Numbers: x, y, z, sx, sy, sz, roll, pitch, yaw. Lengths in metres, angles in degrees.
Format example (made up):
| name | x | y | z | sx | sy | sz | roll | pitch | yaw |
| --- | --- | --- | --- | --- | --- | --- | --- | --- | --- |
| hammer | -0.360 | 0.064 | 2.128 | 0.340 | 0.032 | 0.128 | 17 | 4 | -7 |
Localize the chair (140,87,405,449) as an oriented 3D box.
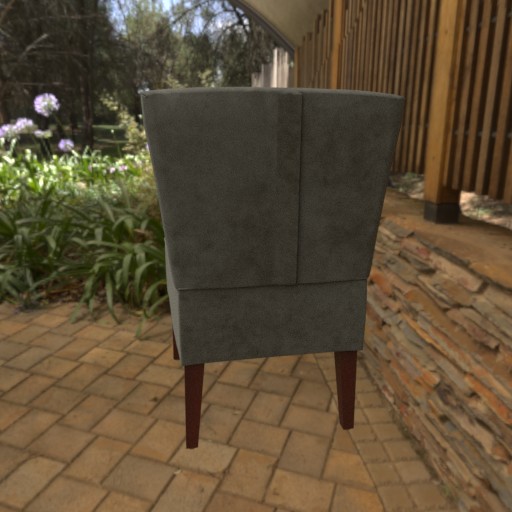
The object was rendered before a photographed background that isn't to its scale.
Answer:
| name | x | y | z | sx | sy | sz | roll | pitch | yaw |
| --- | --- | --- | --- | --- | --- | --- | --- | --- | --- |
| chair | 0.000 | 0.000 | 1.191 | 0.521 | 0.806 | 0.554 | -3 | 16 | -10 |
